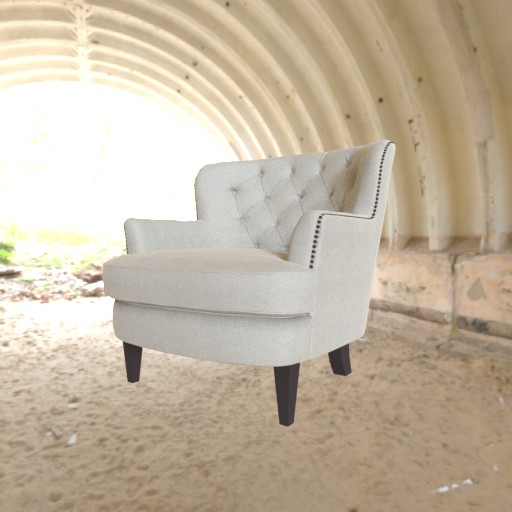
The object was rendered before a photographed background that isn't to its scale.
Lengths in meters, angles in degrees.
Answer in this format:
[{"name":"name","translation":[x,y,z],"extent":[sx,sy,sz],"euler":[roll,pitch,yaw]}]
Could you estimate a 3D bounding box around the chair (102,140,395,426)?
[{"name":"chair","translation":[0.000,0.000,1.585],"extent":[0.848,0.868,0.906],"euler":[1,2,35]}]
